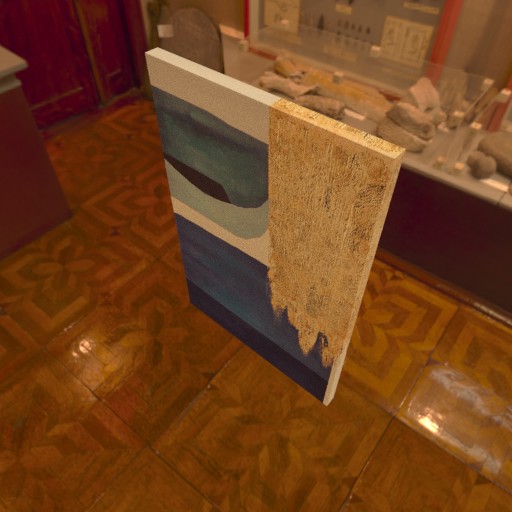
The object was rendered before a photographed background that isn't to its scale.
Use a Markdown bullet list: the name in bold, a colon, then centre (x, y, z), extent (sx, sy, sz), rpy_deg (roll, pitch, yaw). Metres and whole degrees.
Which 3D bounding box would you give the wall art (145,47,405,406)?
- **wall art**: centre (0.000, 0.000, 1.178), extent (0.607, 0.911, 0.039), rpy_deg (32, 55, 26)
